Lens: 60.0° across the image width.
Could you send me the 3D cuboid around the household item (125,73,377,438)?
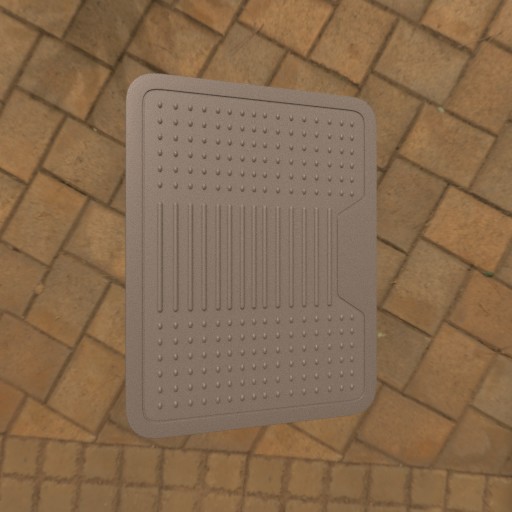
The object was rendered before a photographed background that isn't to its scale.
[{"bbox_3d":[0.000,0.000,0.525,0.301,0.126,0.390,0,90,0],"label":"household item"}]
